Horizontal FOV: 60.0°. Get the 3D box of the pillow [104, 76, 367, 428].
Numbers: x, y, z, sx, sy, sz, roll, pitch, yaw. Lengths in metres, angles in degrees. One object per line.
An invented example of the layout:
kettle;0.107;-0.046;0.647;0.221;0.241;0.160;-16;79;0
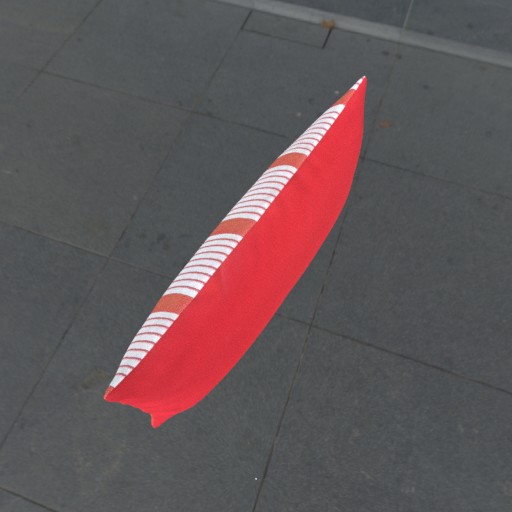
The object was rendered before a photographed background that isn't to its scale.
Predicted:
pillow;0.000;0.000;0.730;0.151;0.297;0.608;32;68;15
